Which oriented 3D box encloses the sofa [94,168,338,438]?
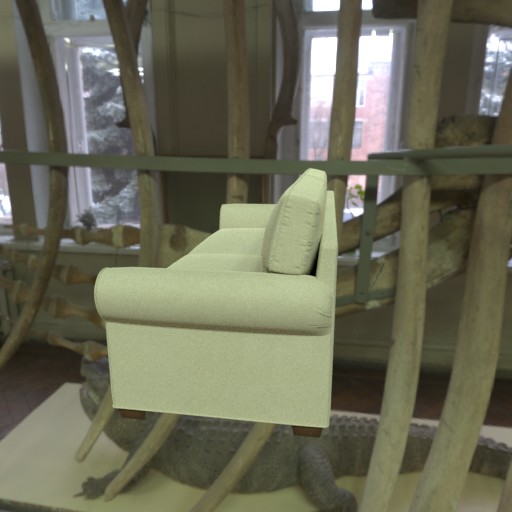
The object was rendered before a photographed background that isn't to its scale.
[{"bbox_3d":[0.000,0.000,2.620,0.901,0.962,2.146,2,14,9],"label":"sofa"}]
